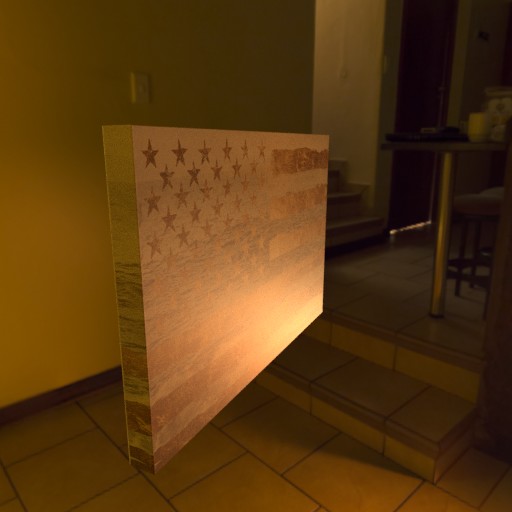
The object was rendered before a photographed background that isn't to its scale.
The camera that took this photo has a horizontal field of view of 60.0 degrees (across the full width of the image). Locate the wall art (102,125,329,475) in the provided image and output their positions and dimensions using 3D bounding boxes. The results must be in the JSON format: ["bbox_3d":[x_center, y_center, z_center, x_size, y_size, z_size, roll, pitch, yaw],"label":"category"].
[{"bbox_3d":[0.000,0.000,0.755,0.041,0.407,0.606,7,16,27],"label":"wall art"}]
